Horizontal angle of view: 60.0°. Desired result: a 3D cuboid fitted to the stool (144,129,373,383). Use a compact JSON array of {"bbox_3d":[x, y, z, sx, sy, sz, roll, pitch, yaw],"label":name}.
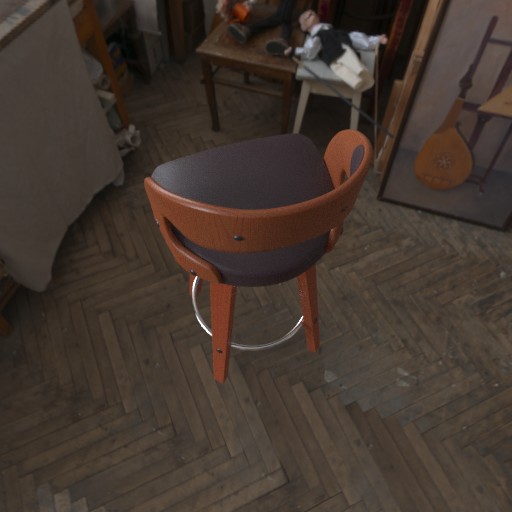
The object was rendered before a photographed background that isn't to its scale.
[{"bbox_3d":[0.000,0.000,1.190,0.457,0.940,0.457,-16,59,-10],"label":"stool"}]
